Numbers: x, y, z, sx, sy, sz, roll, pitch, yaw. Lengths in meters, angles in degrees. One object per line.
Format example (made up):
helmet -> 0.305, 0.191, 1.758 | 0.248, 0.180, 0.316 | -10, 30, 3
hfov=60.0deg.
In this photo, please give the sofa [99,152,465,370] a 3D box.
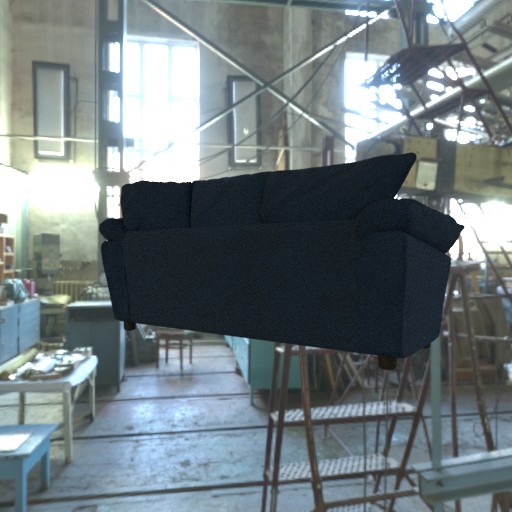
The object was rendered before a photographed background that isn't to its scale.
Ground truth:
sofa -> 0.000, 0.000, 2.929 | 2.390, 1.091, 0.907 | 0, 0, 36
